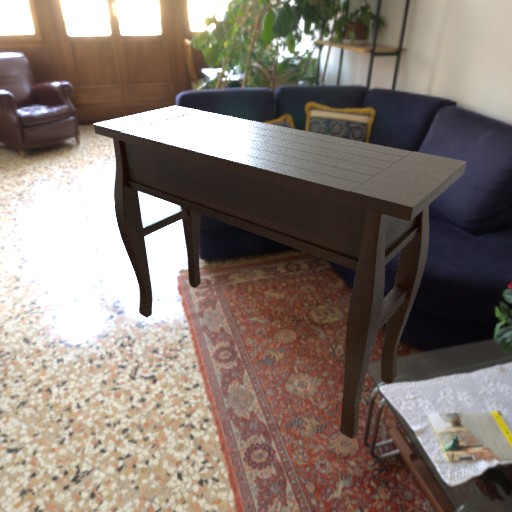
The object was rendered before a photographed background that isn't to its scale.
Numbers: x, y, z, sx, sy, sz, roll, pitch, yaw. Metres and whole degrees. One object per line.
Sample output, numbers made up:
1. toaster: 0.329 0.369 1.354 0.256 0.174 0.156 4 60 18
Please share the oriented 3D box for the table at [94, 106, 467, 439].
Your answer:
1. table: 0.000 0.000 1.464 1.062 0.768 0.373 22 37 32
